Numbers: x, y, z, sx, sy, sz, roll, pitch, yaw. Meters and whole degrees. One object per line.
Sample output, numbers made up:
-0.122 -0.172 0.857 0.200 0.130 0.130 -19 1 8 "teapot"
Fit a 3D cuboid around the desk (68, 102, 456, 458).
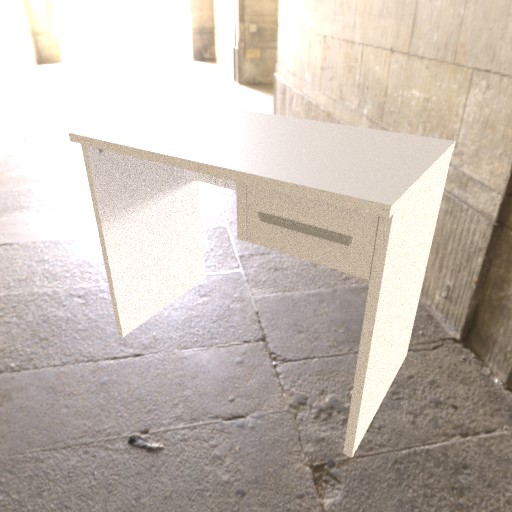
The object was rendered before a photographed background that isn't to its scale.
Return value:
0.000 0.000 1.355 0.900 0.729 0.498 18 35 29 "desk"
